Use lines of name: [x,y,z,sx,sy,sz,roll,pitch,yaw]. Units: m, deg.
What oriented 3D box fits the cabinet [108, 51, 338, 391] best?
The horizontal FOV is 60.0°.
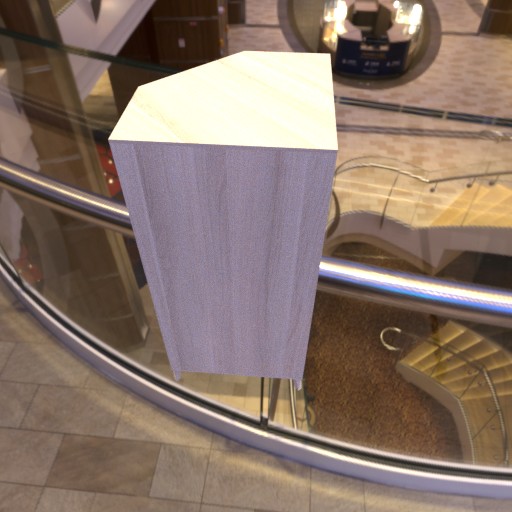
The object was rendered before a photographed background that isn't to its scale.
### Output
cabinet: [0.000,0.000,2.661,1.272,1.957,0.969,-32,54,-26]
